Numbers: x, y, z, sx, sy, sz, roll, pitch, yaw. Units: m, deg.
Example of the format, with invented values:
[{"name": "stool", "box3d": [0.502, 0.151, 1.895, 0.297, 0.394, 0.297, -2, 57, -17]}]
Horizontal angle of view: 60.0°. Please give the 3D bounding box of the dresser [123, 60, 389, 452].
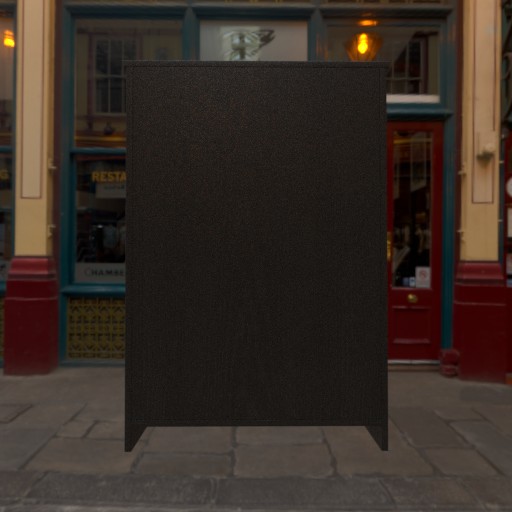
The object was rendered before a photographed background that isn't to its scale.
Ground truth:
[{"name": "dresser", "box3d": [0.000, 0.000, 1.354, 0.700, 1.020, 0.398, 0, -1, -1]}]
